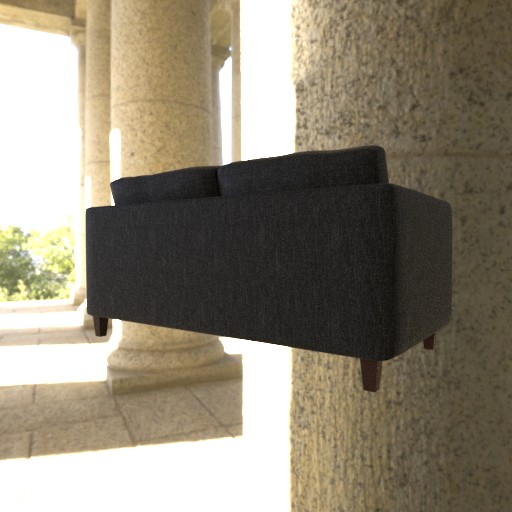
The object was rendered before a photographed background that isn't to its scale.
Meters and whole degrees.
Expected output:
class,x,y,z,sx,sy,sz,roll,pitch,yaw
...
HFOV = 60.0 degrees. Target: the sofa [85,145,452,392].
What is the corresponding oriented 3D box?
class,x,y,z,sx,sy,sz,roll,pitch,yaw
sofa,0.000,0.000,2.472,1.884,0.963,0.950,1,2,36
